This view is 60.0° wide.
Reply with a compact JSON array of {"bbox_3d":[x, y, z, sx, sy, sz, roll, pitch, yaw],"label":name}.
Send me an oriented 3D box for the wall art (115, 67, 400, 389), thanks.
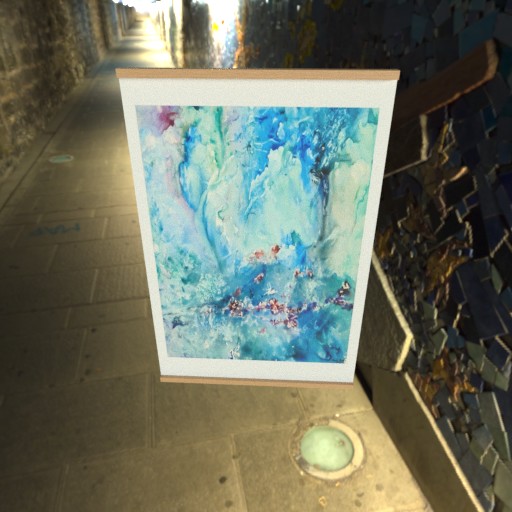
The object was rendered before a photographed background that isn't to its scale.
[{"bbox_3d":[0.000,0.000,1.304,0.669,1.020,0.027,2,29,3],"label":"wall art"}]
